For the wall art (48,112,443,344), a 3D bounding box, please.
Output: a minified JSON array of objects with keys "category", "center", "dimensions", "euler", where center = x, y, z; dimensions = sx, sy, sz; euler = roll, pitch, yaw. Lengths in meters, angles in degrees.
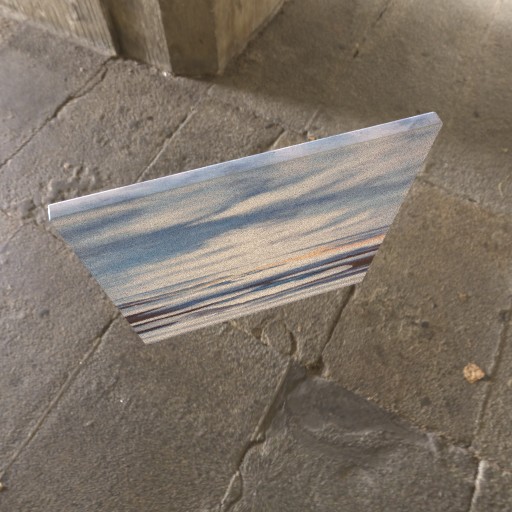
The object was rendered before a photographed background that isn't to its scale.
[{"category":"wall art","center":[0.000,0.000,1.142],"dimensions":[0.747,0.747,0.035],"euler":[-15,64,-8]}]
